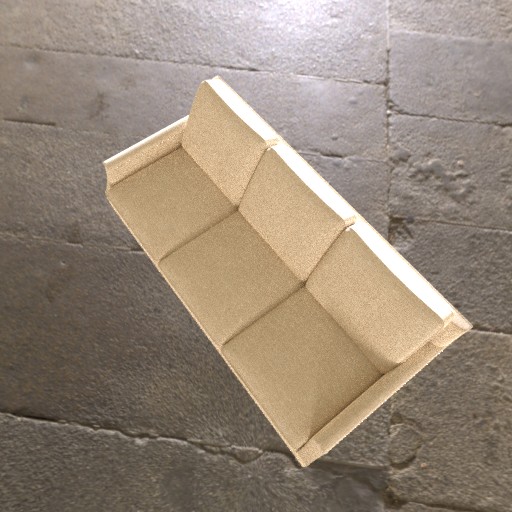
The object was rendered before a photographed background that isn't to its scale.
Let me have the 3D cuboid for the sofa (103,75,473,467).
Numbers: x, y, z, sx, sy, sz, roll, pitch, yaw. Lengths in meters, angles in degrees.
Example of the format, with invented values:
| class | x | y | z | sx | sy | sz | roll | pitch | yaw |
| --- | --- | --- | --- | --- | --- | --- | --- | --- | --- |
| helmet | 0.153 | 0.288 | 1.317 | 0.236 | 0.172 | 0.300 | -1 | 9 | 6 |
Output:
| class | x | y | z | sx | sy | sz | roll | pitch | yaw |
| --- | --- | --- | --- | --- | --- | --- | --- | --- | --- |
| sofa | 0.000 | 0.000 | 2.756 | 1.041 | 0.940 | 2.210 | -34 | 69 | -16 |
